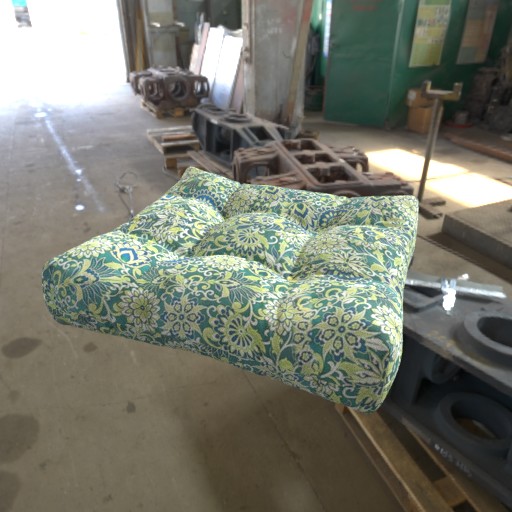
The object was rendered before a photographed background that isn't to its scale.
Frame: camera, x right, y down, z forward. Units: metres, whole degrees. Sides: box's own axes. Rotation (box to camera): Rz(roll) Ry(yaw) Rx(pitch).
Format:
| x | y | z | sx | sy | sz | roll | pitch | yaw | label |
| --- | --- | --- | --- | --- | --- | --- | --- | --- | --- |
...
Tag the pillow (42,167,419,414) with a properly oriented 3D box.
| x | y | z | sx | sy | sz | roll | pitch | yaw | label |
| --- | --- | --- | --- | --- | --- | --- | --- | --- | --- |
| 0.000 | 0.000 | 0.733 | 0.490 | 0.128 | 0.468 | 11 | 31 | 18 | pillow |
